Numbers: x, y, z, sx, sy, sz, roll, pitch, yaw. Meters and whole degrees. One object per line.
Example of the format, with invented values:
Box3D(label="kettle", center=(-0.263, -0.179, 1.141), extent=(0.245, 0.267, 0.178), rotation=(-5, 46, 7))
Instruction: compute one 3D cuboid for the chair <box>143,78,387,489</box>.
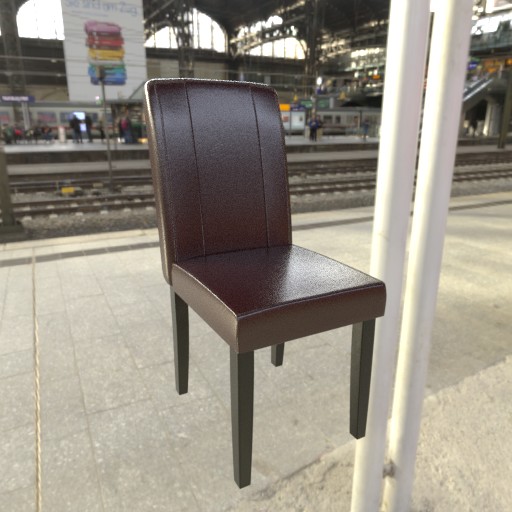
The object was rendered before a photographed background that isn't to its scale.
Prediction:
Box3D(label="chair", center=(0.000, 0.000, 1.157), extent=(0.399, 0.897, 0.556), rotation=(-9, 19, -27))
